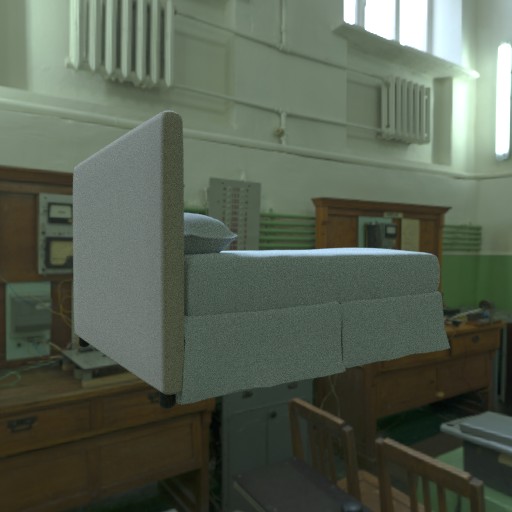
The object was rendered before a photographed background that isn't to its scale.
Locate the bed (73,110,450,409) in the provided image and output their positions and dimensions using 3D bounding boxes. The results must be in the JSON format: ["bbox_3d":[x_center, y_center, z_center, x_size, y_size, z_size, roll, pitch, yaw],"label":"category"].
[{"bbox_3d":[0.000,0.000,3.180,2.142,1.330,1.748,-1,1,-35],"label":"bed"}]
